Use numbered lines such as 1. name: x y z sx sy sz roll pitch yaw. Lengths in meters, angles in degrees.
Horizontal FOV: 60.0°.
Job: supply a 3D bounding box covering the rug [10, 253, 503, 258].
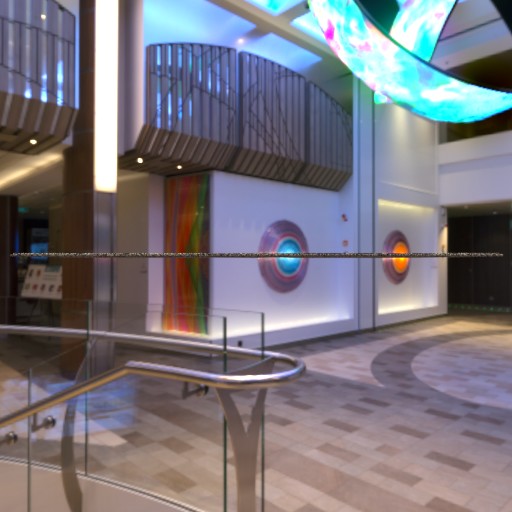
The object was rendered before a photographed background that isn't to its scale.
1. rug: 0.000 0.000 2.956 2.443 0.021 1.538 0 -1 1
